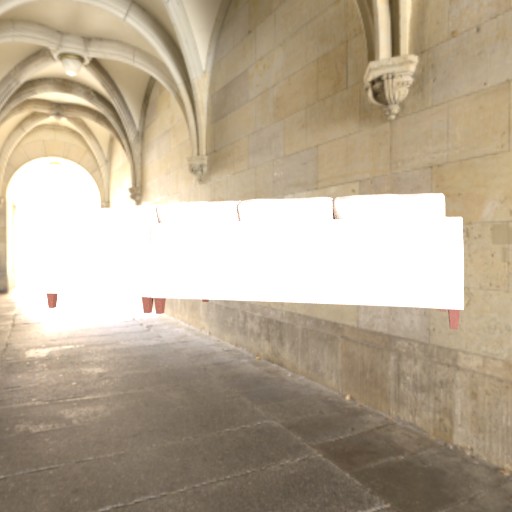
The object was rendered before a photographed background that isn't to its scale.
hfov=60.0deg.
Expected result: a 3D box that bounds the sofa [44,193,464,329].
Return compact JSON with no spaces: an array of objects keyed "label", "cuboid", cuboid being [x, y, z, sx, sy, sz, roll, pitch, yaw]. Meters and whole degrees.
[{"label":"sofa","cuboid":[0.000,0.000,3.928,3.186,0.861,1.625,0,1,18]}]
